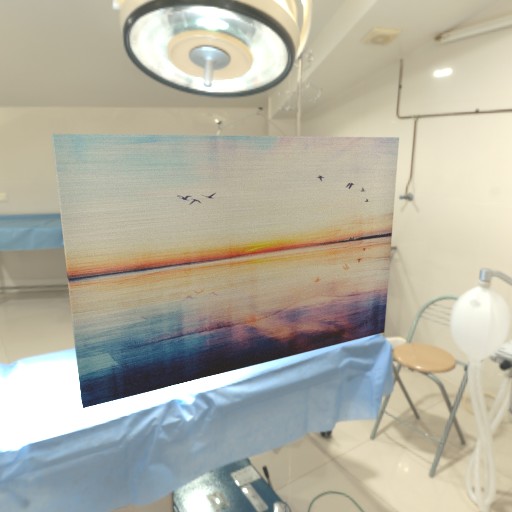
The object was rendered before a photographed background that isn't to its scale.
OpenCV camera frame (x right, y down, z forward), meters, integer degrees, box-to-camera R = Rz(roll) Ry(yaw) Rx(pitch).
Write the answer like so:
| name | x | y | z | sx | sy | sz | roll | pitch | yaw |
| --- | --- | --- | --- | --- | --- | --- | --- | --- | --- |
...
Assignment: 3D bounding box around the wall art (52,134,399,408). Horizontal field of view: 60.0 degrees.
| name | x | y | z | sx | sy | sz | roll | pitch | yaw |
| --- | --- | --- | --- | --- | --- | --- | --- | --- | --- |
| wall art | 0.000 | 0.000 | 1.158 | 0.911 | 0.605 | 0.037 | -7 | 16 | -27 |
